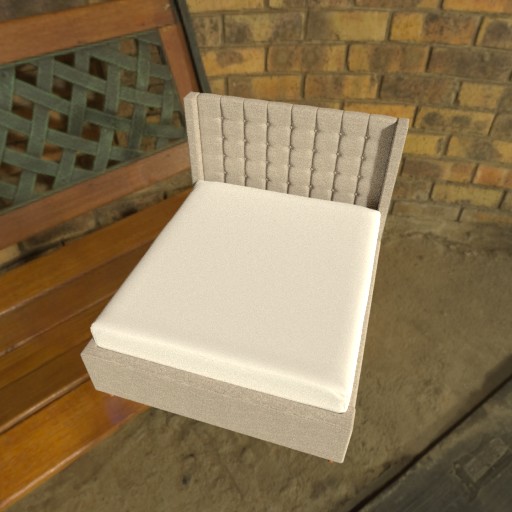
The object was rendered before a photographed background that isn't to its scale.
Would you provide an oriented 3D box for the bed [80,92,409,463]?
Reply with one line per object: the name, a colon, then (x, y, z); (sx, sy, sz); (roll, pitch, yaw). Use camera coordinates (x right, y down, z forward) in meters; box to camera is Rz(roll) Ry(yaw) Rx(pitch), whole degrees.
bed: (0.000, 0.000, 3.777); (2.044, 1.748, 2.372); (12, 43, 13)
